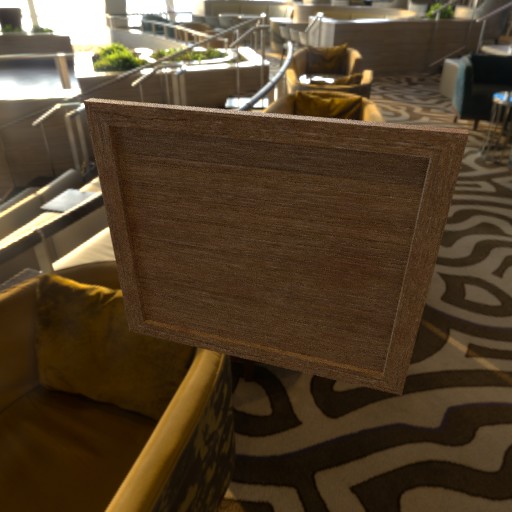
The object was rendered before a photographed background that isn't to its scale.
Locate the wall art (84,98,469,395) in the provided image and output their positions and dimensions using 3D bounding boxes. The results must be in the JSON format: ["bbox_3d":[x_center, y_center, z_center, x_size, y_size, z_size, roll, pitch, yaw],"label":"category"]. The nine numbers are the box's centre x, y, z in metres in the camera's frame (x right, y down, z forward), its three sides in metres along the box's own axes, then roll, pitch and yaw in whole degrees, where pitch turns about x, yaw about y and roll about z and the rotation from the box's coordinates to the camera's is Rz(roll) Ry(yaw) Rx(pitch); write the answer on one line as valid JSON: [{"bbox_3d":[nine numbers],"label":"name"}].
[{"bbox_3d":[0.000,0.000,0.932,0.690,0.588,0.026,10,34,15],"label":"wall art"}]
